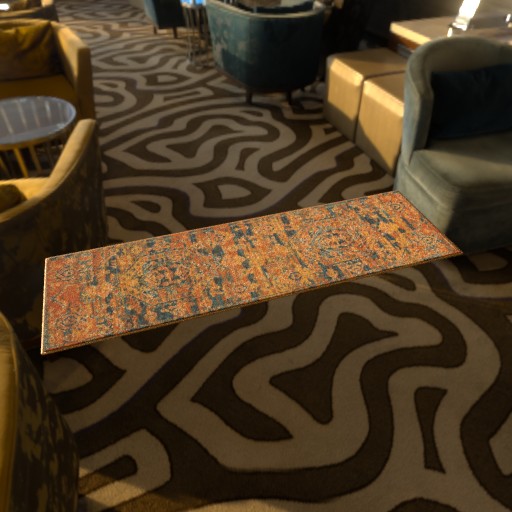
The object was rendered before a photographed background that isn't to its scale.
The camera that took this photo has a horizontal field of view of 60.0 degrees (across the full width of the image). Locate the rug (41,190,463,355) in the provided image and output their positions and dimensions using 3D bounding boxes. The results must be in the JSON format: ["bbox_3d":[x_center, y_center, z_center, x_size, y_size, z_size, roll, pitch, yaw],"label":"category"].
[{"bbox_3d":[0.000,0.000,2.017,1.820,0.013,0.556,-12,43,-13],"label":"rug"}]
